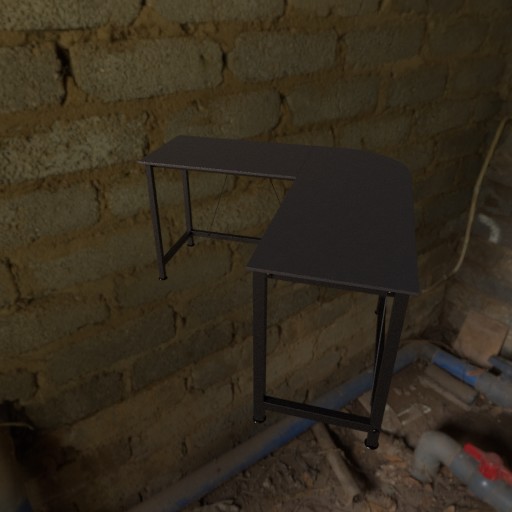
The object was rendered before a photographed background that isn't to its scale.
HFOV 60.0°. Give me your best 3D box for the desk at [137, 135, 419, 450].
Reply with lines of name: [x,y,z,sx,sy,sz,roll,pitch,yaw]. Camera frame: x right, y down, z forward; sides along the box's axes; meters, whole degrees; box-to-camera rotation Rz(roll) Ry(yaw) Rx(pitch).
desk: [0.000,0.000,2.255,1.400,0.762,1.400,8,31,13]
